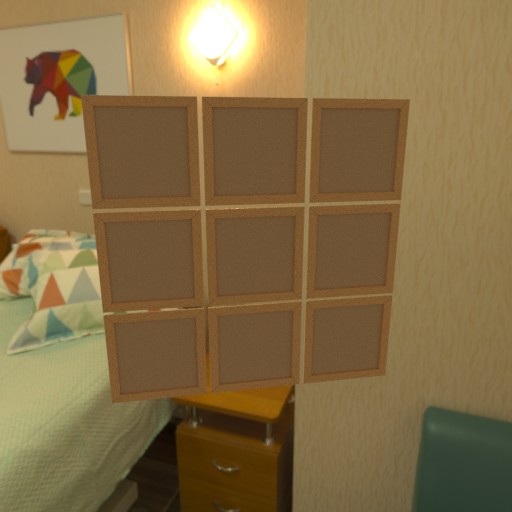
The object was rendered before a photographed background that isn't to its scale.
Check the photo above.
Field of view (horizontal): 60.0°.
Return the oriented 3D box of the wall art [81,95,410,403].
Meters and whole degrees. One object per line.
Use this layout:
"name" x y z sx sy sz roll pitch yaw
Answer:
"wall art" 0.000 0.000 2.232 1.519 1.507 0.014 -3 16 -10
